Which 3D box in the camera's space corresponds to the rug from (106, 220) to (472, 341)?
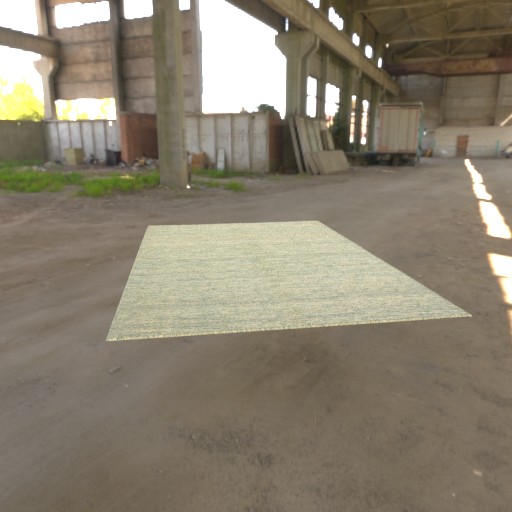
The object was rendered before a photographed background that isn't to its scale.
[{"bbox_3d":[0.000,0.000,2.353,1.250,0.015,1.850,-2,15,-9],"label":"rug"}]
